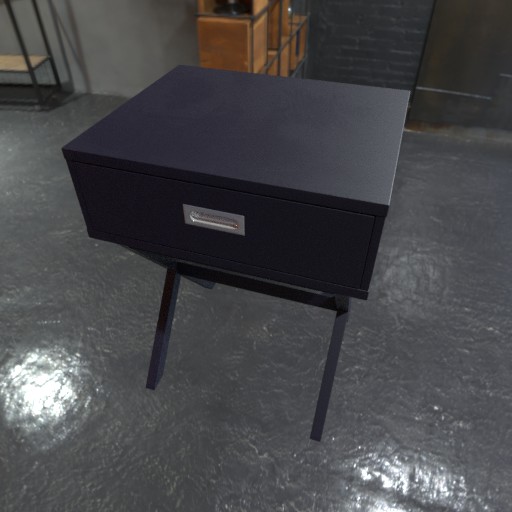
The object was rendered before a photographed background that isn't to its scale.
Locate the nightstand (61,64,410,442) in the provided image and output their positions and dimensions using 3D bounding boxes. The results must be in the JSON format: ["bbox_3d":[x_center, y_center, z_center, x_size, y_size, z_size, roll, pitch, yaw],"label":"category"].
[{"bbox_3d":[0.000,0.000,0.949,0.479,0.623,0.402,12,42,14],"label":"nightstand"}]
